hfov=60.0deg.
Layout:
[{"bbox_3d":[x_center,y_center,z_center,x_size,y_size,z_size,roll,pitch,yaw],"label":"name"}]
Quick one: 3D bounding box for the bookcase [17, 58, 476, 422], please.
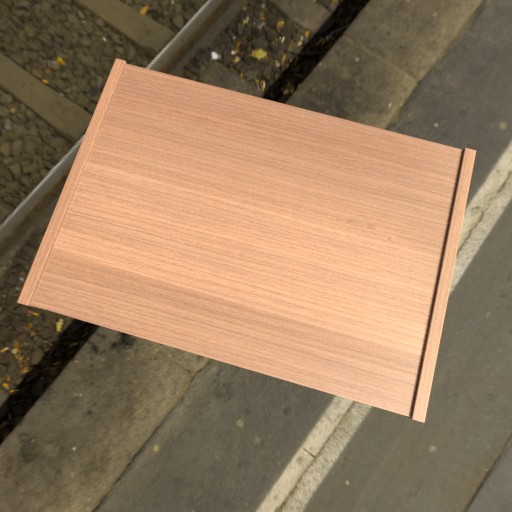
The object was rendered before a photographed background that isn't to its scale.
[{"bbox_3d":[0.000,0.000,0.611,0.415,0.305,0.290,16,78,4],"label":"bookcase"}]
